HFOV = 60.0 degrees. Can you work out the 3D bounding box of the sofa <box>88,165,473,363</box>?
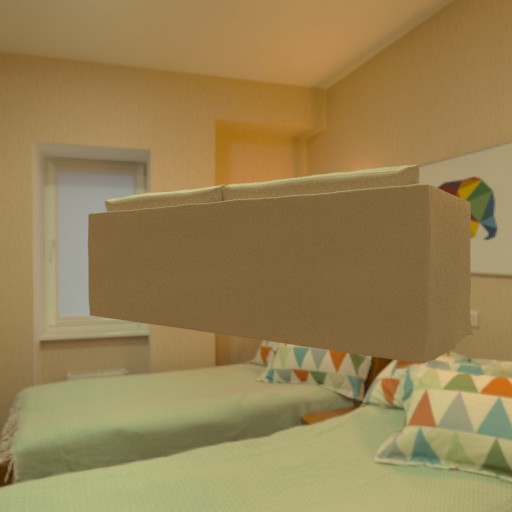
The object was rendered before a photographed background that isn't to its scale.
[{"bbox_3d":[0.000,0.000,3.280,2.779,0.999,1.036,0,1,36],"label":"sofa"}]
